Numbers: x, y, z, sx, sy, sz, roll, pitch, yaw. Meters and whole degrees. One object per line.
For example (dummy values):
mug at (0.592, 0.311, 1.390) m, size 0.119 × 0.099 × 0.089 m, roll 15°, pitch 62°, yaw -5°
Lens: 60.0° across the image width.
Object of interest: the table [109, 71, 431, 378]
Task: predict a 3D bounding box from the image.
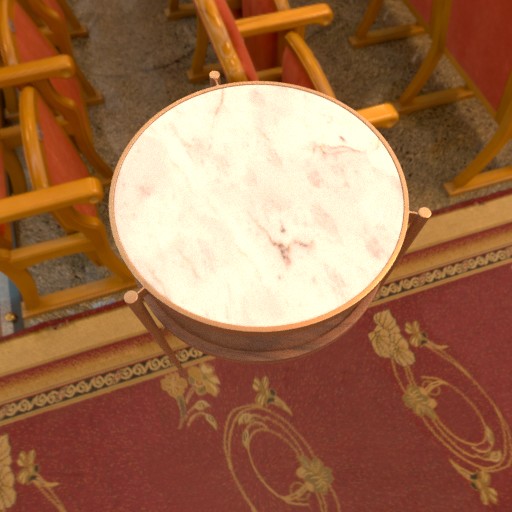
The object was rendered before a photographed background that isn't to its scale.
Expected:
table at (0.000, 0.000, 0.851) m, size 0.430 × 0.493 × 0.456 m, roll -16°, pitch 65°, yaw -8°
